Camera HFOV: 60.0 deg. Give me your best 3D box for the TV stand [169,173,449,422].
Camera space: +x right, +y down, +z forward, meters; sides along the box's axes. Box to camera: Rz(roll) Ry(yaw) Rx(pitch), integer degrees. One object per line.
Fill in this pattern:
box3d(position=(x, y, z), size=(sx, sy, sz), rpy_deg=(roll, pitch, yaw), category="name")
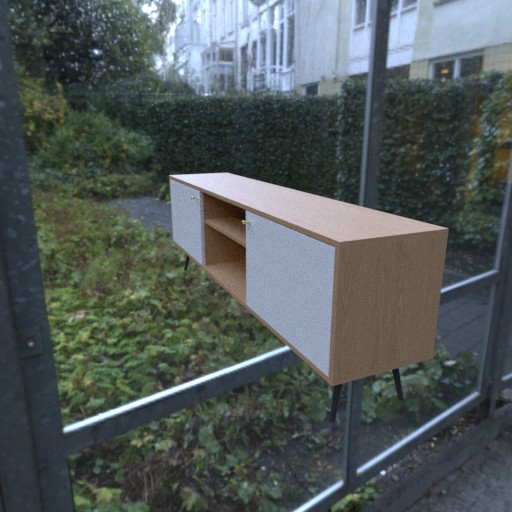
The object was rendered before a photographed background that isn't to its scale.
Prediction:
box3d(position=(0.000, 0.000, 2.028), size=(0.400, 0.580, 1.760), rpy_deg=(-7, 18, -23), category="TV stand")
